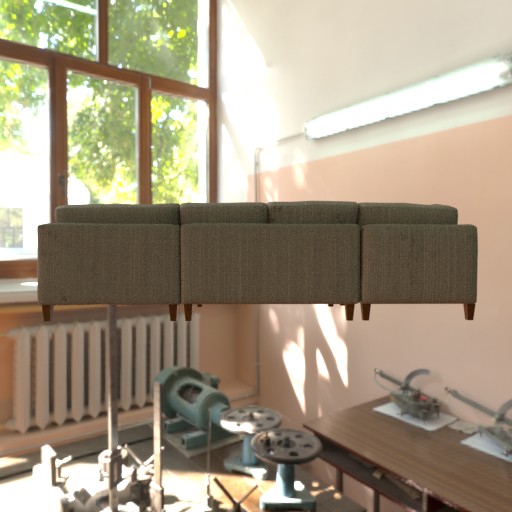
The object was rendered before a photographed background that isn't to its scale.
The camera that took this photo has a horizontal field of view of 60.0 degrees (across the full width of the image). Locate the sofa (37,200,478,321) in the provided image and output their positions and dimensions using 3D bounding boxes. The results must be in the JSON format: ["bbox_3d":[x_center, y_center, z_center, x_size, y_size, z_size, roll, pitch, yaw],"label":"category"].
[{"bbox_3d":[0.000,0.000,4.696,3.460,0.961,2.594,0,1,-1],"label":"sofa"}]
